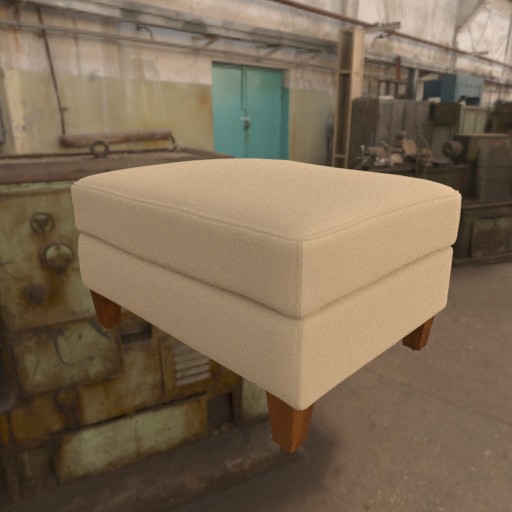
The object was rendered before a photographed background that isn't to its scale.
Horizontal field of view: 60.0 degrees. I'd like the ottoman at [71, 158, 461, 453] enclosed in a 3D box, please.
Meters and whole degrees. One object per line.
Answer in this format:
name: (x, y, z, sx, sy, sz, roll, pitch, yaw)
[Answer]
ottoman: (0.000, 0.000, 1.177, 0.818, 0.485, 0.634, 17, 25, 42)
